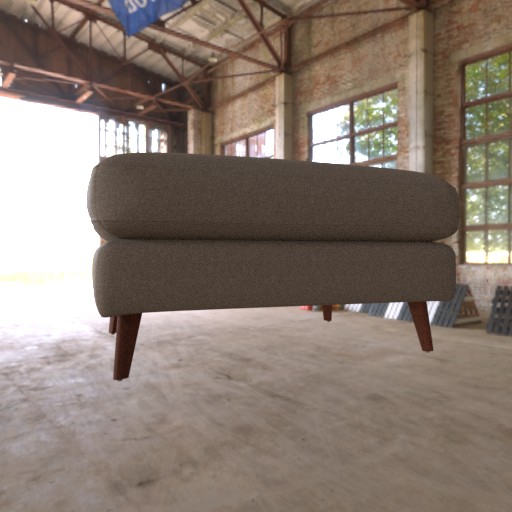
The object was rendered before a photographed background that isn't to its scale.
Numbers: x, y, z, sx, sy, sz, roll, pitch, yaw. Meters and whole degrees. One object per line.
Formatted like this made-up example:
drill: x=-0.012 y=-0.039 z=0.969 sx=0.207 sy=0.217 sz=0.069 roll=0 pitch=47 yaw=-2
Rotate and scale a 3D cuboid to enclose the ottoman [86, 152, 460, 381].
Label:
ottoman: x=0.000 y=0.000 z=1.147 sx=0.811 sy=0.449 sz=0.608 roll=0 pitch=1 yaw=-19
